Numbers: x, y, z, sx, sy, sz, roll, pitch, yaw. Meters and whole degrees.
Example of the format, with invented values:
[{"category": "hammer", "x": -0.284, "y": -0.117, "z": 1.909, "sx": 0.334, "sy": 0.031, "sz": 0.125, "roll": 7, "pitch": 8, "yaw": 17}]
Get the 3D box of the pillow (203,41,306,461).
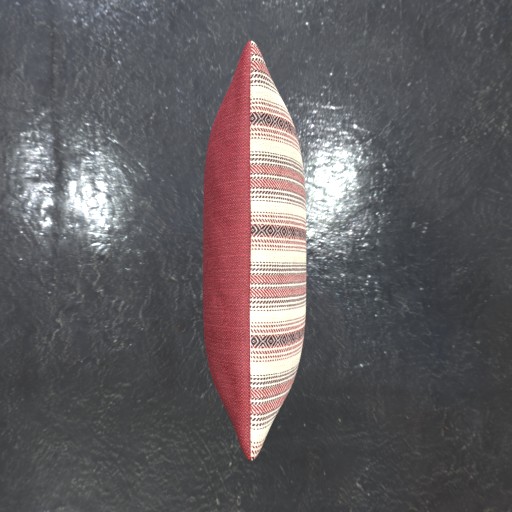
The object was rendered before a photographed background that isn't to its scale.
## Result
[{"category": "pillow", "x": 0.000, "y": 0.000, "z": 0.776, "sx": 0.166, "sy": 0.497, "sz": 0.513, "roll": 0, "pitch": 89, "yaw": 0}]
